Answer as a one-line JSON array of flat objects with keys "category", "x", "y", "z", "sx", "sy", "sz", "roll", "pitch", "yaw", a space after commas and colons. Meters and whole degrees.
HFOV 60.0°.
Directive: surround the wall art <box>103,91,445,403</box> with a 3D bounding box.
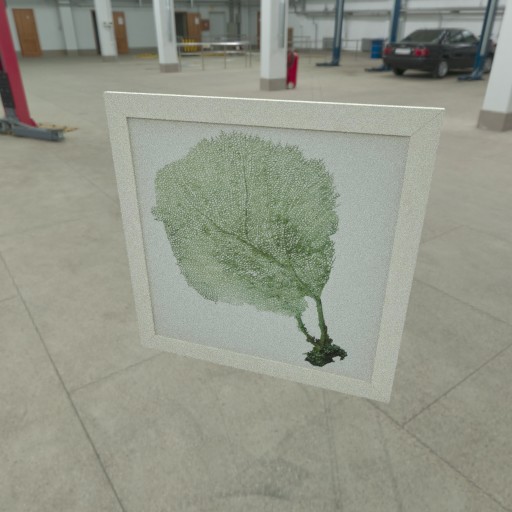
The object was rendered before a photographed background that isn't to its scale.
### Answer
[{"category": "wall art", "x": 0.000, "y": 0.000, "z": 0.871, "sx": 0.584, "sy": 0.584, "sz": 0.013, "roll": 9, "pitch": 29, "yaw": 16}]
